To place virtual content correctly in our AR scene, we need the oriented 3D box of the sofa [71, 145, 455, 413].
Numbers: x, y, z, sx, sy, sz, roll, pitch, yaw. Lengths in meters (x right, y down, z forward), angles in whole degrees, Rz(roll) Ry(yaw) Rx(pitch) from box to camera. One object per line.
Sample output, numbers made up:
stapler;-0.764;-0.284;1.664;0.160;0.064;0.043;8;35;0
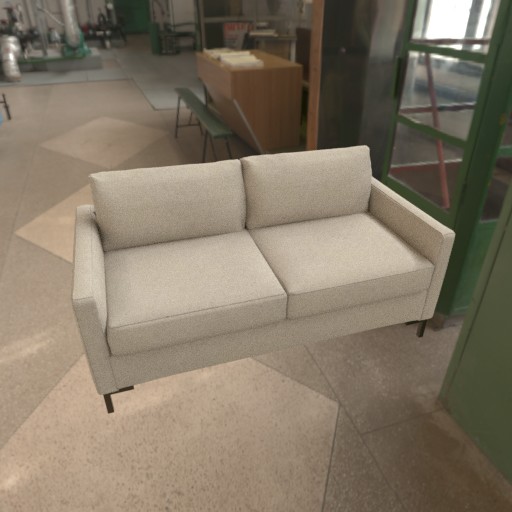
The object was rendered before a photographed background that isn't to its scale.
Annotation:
sofa;0.000;0.000;2.230;1.682;0.840;0.875;-10;33;-15
